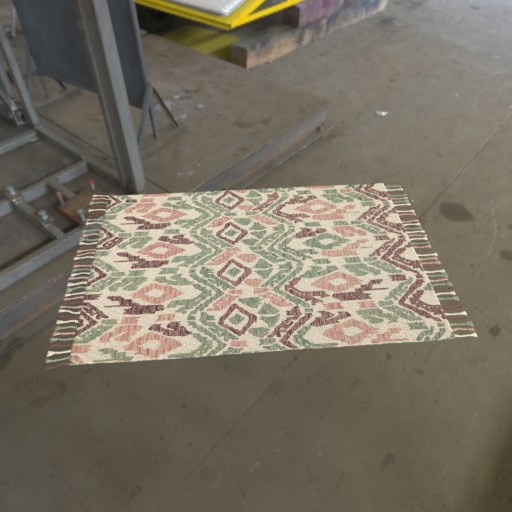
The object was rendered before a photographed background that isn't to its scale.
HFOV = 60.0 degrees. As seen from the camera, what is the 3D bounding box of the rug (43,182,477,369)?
[{"bbox_3d":[0.000,0.000,2.976,2.438,0.011,1.524,-3,46,-3],"label":"rug"}]
